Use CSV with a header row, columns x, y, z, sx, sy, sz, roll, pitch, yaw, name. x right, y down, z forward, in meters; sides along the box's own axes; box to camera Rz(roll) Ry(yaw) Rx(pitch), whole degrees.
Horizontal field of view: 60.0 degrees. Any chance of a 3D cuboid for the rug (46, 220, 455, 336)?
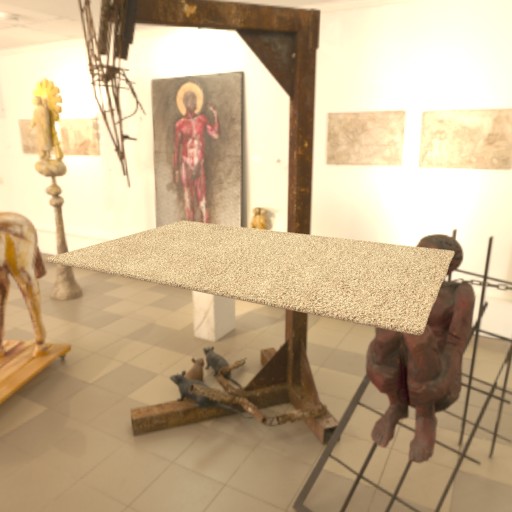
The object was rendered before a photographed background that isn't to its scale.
x,y,z,sx,sy,sz,roll,pitch,yaw,name
0.000,0.000,3.103,2.438,0.030,1.524,8,18,27,rug
